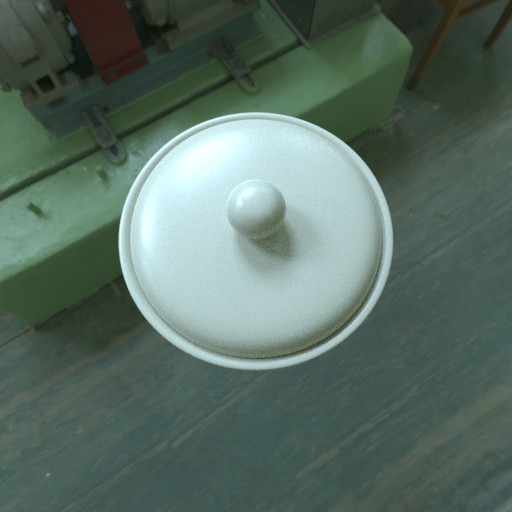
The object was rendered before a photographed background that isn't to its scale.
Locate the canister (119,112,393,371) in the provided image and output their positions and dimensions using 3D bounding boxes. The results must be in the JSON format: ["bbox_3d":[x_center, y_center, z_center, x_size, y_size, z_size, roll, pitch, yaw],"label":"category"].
[{"bbox_3d":[0.000,0.000,0.348,0.181,0.211,0.181,0,72,0],"label":"canister"}]
